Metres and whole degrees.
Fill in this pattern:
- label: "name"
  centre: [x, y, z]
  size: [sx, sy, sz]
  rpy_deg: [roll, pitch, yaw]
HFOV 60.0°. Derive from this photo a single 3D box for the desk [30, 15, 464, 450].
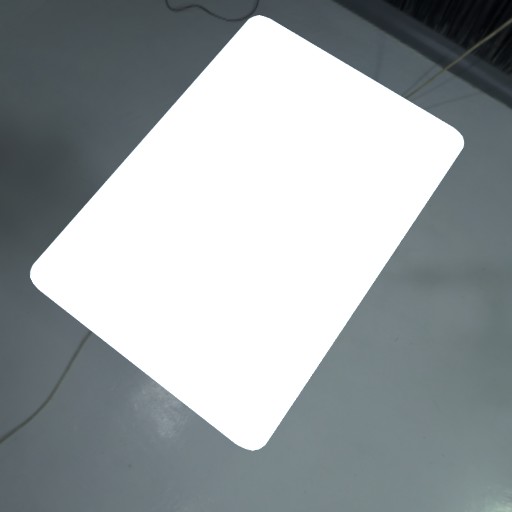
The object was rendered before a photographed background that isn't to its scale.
- label: "desk"
  centre: [0.000, 0.000, 1.269]
  size: [0.549, 0.800, 0.762]
  rpy_deg: [35, 78, 9]
